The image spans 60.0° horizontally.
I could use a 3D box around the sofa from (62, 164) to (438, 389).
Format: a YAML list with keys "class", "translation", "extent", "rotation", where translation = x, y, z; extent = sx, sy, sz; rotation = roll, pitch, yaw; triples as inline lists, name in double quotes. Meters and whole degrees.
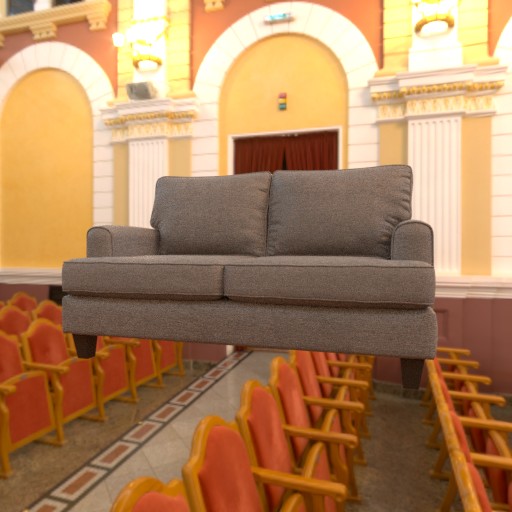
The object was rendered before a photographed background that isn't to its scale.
- class: "sofa"
  translation: [0.000, 0.000, 2.240]
  extent: [1.651, 0.965, 0.965]
  rotation: [0, 1, 18]
